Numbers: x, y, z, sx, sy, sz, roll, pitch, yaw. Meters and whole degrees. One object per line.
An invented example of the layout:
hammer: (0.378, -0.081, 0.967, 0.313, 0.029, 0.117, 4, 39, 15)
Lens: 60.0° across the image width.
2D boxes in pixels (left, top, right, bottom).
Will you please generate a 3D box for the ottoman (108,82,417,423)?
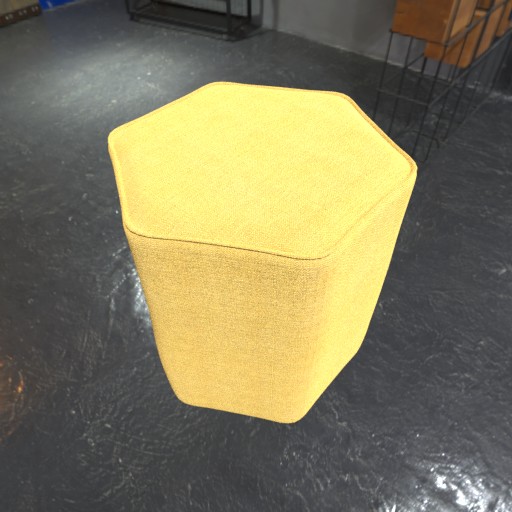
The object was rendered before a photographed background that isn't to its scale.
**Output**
ottoman: (0.000, 0.000, 0.861, 0.443, 0.502, 0.494, 32, 54, 27)
